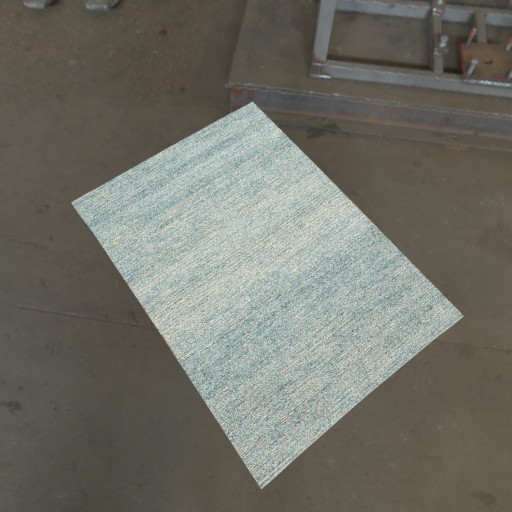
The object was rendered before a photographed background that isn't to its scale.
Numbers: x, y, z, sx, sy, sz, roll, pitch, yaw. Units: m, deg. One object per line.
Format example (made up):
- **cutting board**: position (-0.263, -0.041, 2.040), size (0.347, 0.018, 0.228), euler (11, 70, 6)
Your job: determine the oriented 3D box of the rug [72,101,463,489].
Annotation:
- **rug**: position (0.000, 0.000, 2.974), size (1.611, 0.026, 2.260), euler (-34, 69, -15)
